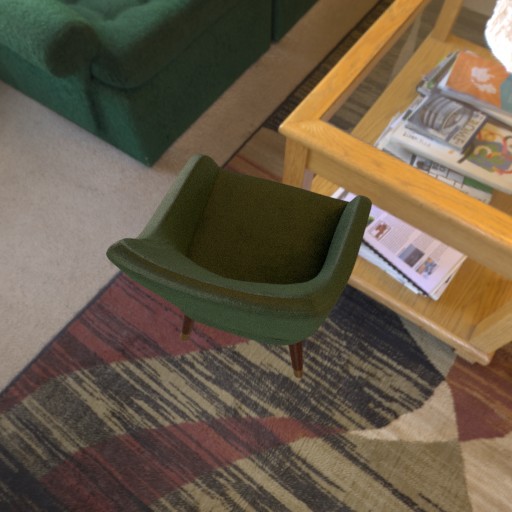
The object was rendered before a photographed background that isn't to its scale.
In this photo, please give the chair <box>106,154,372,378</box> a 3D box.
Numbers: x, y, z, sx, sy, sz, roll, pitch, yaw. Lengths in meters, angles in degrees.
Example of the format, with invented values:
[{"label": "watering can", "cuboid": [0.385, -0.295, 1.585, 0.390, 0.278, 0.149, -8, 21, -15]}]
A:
[{"label": "chair", "cuboid": [0.000, 0.000, 1.575, 0.683, 1.081, 0.794, 16, 64, 8]}]
